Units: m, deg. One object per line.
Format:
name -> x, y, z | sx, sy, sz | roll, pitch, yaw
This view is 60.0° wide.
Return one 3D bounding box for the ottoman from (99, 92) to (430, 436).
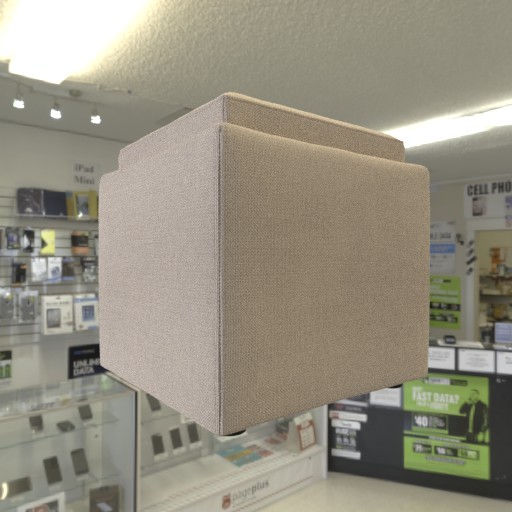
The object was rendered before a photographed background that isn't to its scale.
ottoman -> 0.000, 0.000, 0.818 | 0.451, 0.460, 0.450 | 0, 0, -37
